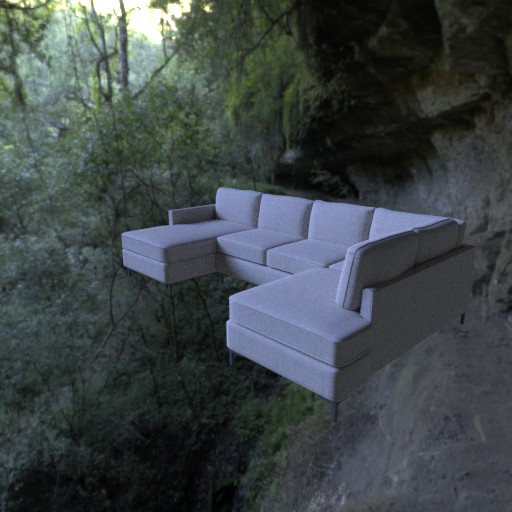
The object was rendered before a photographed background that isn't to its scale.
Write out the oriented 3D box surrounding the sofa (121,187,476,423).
[{"bbox_3d":[0.000,0.000,4.331,2.021,0.996,3.423,-15,21,-42],"label":"sofa"}]
